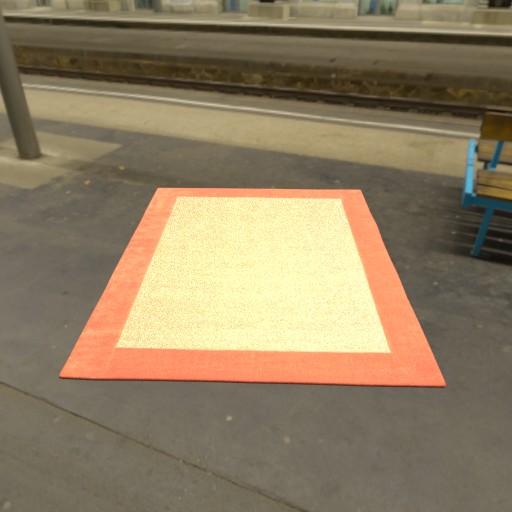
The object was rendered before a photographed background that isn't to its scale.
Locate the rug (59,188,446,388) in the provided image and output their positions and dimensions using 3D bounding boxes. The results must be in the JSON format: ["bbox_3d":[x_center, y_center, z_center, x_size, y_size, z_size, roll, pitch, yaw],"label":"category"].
[{"bbox_3d":[0.000,0.000,4.011,2.430,0.018,2.976,1,32,1],"label":"rug"}]
